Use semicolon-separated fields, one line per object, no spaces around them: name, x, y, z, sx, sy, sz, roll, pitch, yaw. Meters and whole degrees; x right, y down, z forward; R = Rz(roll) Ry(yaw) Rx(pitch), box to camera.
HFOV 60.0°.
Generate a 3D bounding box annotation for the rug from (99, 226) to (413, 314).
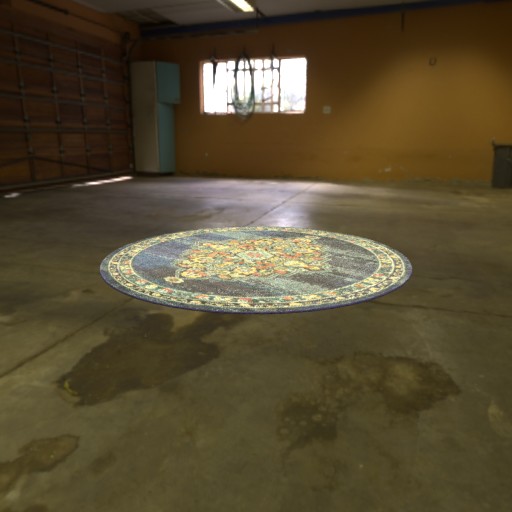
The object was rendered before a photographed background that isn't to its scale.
rug;0.000;0.000;2.379;1.591;0.010;1.591;0;15;0
